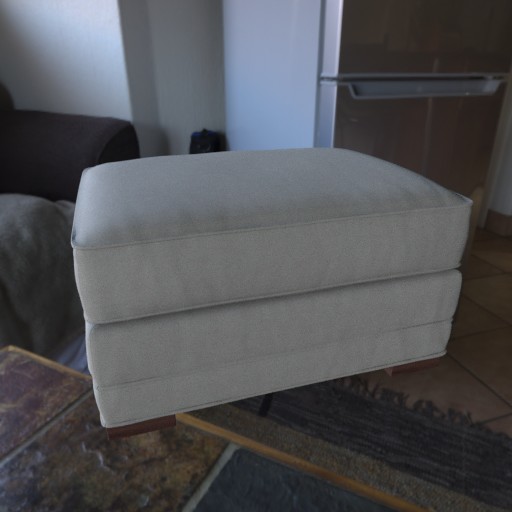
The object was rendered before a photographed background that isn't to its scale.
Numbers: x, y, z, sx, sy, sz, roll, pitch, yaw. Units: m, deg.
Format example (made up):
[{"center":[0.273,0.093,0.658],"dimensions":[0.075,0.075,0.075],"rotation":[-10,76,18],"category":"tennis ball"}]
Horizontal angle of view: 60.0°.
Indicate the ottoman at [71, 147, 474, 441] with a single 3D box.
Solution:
[{"center":[0.000,0.000,1.167],"dimensions":[0.848,0.482,0.611],"rotation":[-7,26,-16],"category":"ottoman"}]
